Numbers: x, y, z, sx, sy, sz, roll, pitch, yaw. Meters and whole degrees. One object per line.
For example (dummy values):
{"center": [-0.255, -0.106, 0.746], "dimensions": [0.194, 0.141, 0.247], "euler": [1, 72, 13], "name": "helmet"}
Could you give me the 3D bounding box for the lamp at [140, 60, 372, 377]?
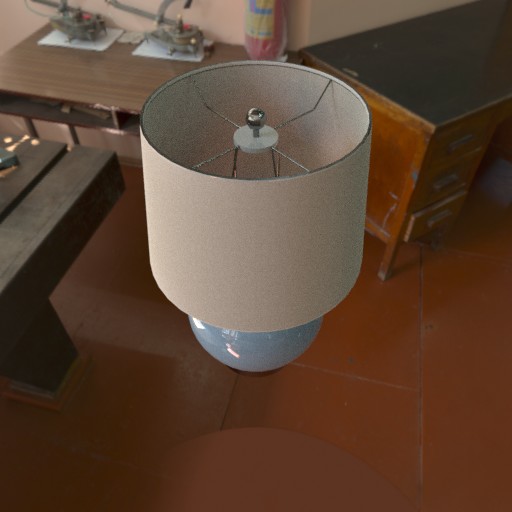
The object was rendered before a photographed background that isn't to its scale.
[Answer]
{"center": [0.000, 0.000, 0.538], "dimensions": [0.247, 0.387, 0.247], "euler": [0, 47, 0], "name": "lamp"}
